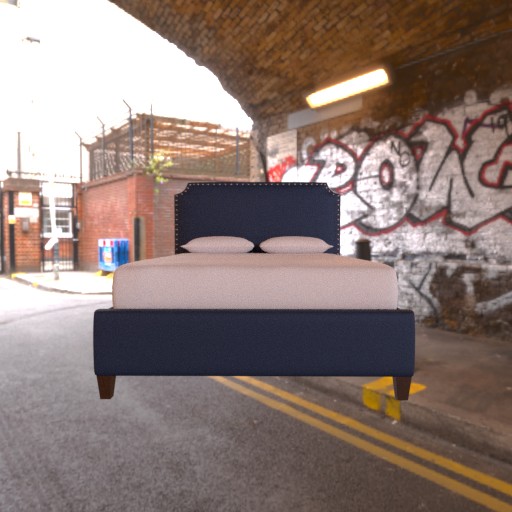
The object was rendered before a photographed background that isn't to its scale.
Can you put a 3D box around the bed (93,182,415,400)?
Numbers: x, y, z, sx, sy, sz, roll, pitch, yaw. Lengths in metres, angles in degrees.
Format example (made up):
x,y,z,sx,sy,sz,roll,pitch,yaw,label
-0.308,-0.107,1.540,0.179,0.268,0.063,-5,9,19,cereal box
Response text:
x,y,z,sx,sy,sz,roll,pitch,yaw,label
0.000,0.000,3.463,1.712,1.443,2.372,0,2,1,bed
